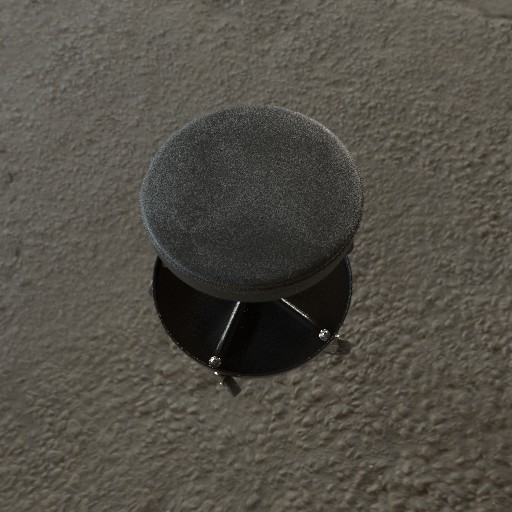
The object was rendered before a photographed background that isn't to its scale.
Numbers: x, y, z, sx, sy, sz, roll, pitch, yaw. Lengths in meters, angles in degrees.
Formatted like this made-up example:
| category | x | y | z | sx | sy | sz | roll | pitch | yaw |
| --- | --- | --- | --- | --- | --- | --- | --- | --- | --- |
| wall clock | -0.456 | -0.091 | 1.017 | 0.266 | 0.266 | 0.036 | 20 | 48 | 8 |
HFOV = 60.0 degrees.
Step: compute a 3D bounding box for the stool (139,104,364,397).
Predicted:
| category | x | y | z | sx | sy | sz | roll | pitch | yaw |
| --- | --- | --- | --- | --- | --- | --- | --- | --- | --- |
| stool | 0.000 | 0.000 | 0.691 | 0.382 | 0.365 | 0.381 | 16 | 64 | 8 |
